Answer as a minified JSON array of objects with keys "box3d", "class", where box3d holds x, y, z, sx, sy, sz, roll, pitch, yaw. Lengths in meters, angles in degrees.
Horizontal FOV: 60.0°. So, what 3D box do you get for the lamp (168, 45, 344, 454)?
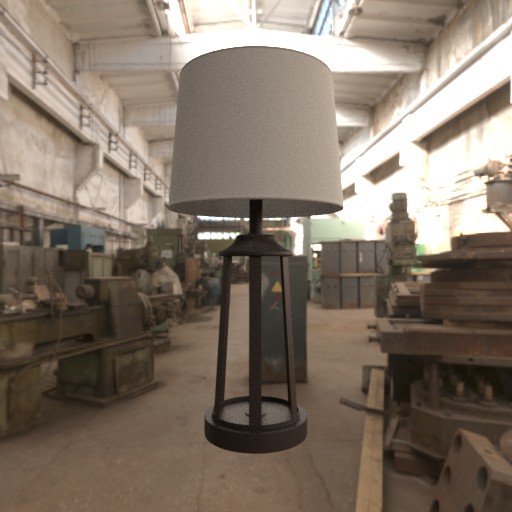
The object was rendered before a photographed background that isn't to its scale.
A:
[{"box3d":[0.000,0.000,0.645,0.251,0.509,0.251,0,0,0],"class":"lamp"}]
